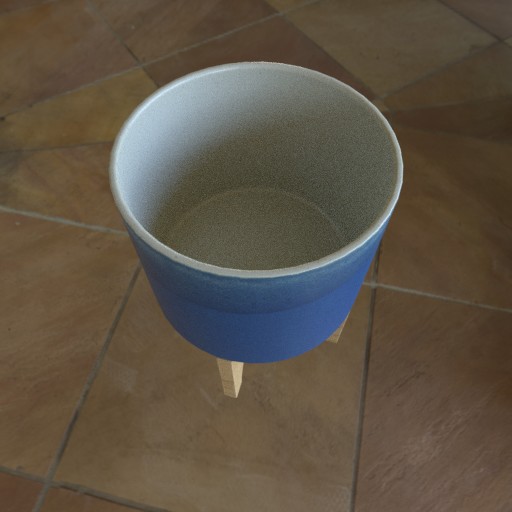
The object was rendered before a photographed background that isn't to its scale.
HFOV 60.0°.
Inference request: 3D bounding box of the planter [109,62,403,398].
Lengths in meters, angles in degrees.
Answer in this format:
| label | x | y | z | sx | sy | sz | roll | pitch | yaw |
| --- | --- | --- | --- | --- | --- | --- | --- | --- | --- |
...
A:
| label | x | y | z | sx | sy | sz | roll | pitch | yaw |
| --- | --- | --- | --- | --- | --- | --- | --- | --- | --- |
| planter | 0.000 | 0.000 | 0.404 | 0.192 | 0.263 | 0.192 | 0 | 58 | 0 |
